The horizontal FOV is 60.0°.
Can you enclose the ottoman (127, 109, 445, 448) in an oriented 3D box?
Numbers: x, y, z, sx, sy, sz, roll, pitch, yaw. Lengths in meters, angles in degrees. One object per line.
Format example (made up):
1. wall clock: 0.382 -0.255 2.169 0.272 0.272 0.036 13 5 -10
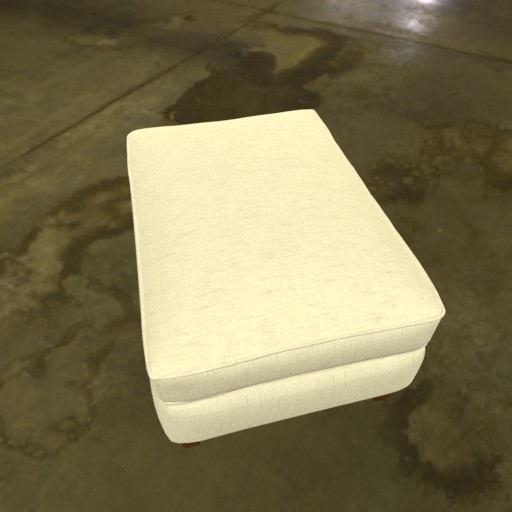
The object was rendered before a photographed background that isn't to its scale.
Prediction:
1. ottoman: 0.000 0.000 0.954 0.501 0.406 0.665 -10 48 -9
